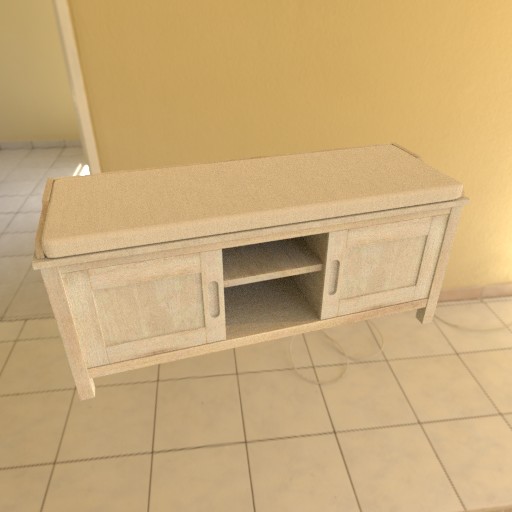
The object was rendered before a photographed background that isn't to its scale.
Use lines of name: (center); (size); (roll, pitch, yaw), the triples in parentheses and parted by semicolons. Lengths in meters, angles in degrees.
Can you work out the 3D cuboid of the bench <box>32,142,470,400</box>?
bench: (0.000, 0.000, 1.371); (1.140, 0.501, 0.398); (-9, 33, -14)
